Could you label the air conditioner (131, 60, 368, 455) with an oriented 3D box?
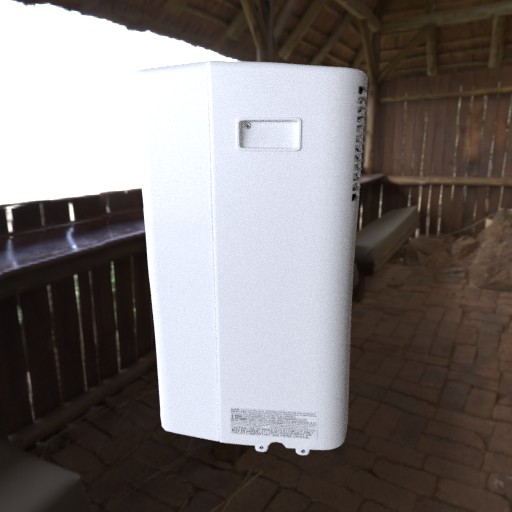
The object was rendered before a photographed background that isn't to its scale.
[{"bbox_3d":[0.000,0.000,0.789,0.349,0.606,0.304,2,16,9],"label":"air conditioner"}]
